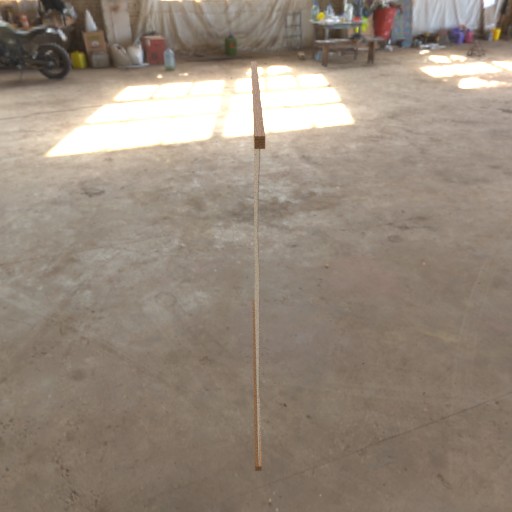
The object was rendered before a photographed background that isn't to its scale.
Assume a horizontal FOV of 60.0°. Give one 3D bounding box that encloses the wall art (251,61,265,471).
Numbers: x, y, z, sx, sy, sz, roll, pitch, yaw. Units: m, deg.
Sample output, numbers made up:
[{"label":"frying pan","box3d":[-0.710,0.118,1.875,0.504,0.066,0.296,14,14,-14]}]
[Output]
[{"label":"wall art","box3d":[0.000,0.000,0.699,0.010,0.507,0.404,-1,32,-1]}]
